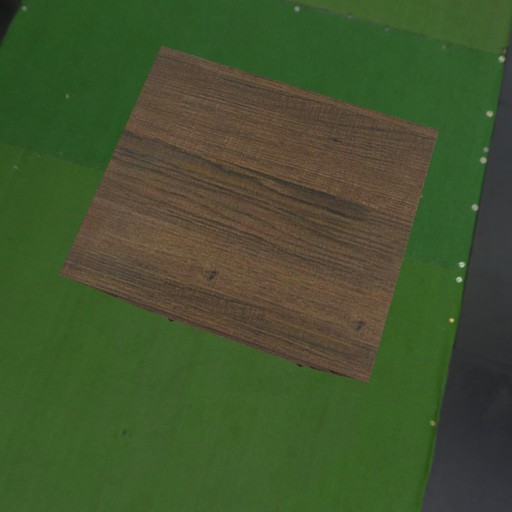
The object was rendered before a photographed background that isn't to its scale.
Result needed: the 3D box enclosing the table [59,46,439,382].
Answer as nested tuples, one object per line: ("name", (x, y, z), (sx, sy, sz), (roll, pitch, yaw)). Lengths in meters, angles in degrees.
("table", (0.000, 0.000, 1.167), (0.526, 0.866, 0.457), (19, 78, 4))
